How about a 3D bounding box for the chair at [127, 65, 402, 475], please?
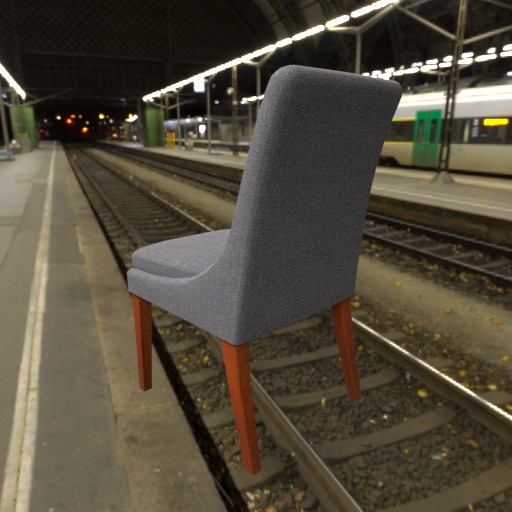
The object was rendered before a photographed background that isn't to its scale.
[{"bbox_3d":[0.000,0.000,1.310,0.508,0.952,0.655,-15,21,-43],"label":"chair"}]
